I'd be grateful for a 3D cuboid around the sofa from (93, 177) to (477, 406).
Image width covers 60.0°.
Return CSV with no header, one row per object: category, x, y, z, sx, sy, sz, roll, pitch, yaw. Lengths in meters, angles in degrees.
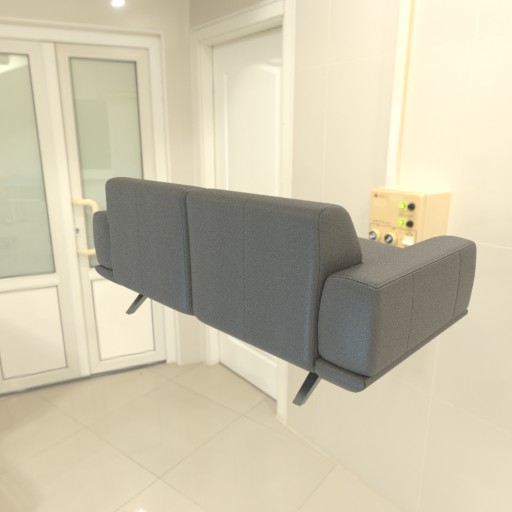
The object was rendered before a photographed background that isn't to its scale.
sofa,0.000,0.000,2.310,1.901,0.772,0.900,15,21,43
